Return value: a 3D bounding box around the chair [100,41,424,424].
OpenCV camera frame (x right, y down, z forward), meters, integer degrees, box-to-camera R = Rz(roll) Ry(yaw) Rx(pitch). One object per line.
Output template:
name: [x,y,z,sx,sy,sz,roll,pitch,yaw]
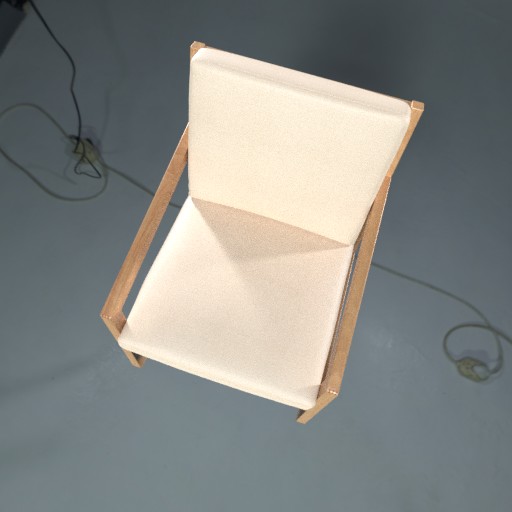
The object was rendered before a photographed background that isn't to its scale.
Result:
chair: [0.000,0.000,1.347,0.622,0.790,0.857,17,75,5]
